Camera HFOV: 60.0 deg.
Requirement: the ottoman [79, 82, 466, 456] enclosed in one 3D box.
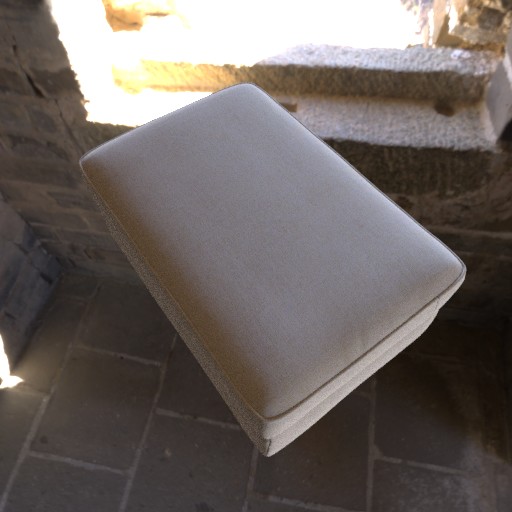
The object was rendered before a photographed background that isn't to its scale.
[{"bbox_3d":[0.000,0.000,1.231,0.583,0.484,0.862,-31,62,-19],"label":"ottoman"}]
